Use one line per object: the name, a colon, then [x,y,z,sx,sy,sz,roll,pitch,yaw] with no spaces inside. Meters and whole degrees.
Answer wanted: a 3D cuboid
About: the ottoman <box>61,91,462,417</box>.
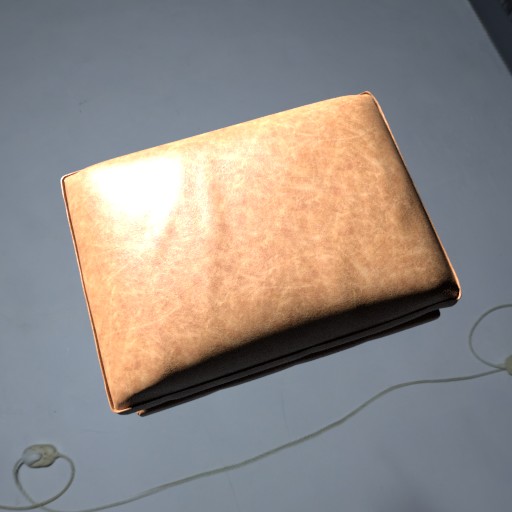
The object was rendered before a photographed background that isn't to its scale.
ottoman: [0.000,0.000,1.042,0.710,0.480,0.533,-17,75,-5]
